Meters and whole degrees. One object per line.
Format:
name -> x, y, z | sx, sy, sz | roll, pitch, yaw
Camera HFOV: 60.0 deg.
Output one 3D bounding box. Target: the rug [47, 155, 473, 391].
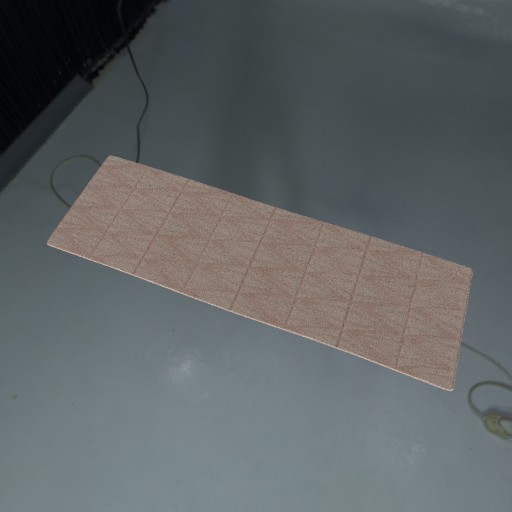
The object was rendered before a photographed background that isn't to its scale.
rug -> 0.000, 0.000, 2.633 | 2.435, 0.015, 0.760 | 19, 62, 10
